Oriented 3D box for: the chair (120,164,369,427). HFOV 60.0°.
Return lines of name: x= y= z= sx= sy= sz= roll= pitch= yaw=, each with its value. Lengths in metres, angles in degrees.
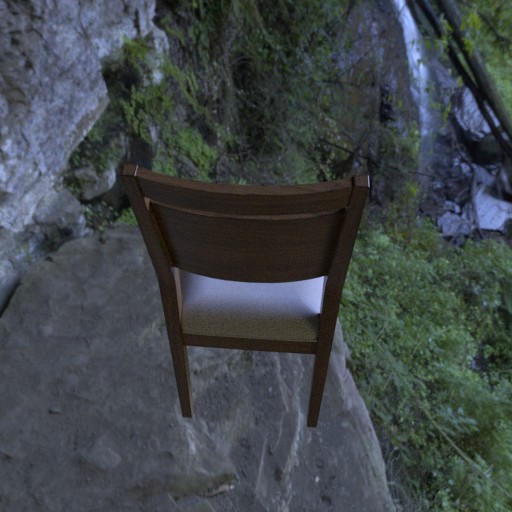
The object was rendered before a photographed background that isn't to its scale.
chair: x=0.000 y=0.000 z=1.273 sx=0.497 sy=0.939 sz=0.610 roll=3 pitch=46 yaw=3
